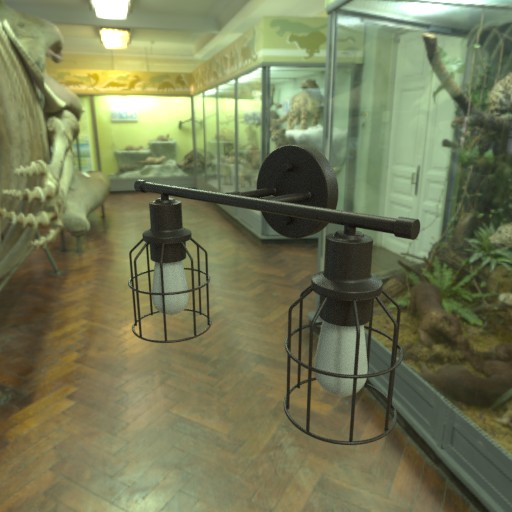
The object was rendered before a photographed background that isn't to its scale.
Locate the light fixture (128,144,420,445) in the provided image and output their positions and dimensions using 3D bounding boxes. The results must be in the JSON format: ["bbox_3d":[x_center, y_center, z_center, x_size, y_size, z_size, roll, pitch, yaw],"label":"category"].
[{"bbox_3d":[0.000,0.000,0.529,0.406,0.254,0.165,15,22,42],"label":"light fixture"}]
